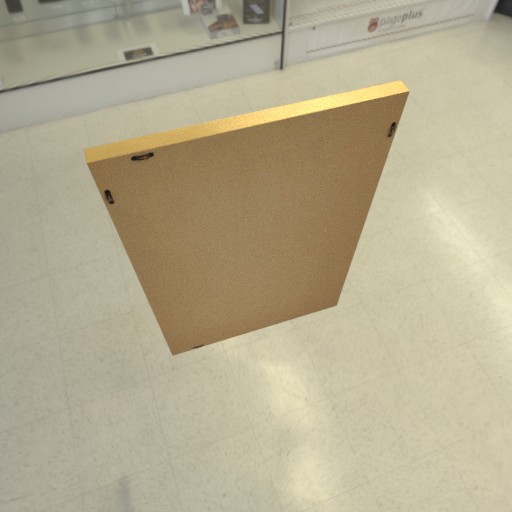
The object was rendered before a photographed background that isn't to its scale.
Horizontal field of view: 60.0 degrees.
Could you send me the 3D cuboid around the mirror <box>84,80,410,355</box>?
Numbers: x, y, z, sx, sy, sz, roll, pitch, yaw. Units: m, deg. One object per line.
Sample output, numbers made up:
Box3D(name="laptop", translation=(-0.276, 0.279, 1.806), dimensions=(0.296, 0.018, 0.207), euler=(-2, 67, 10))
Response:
Box3D(name="mirror", translation=(0.000, 0.000, 1.187), dimensions=(0.609, 0.915, 0.040), euler=(-15, 58, -10))
